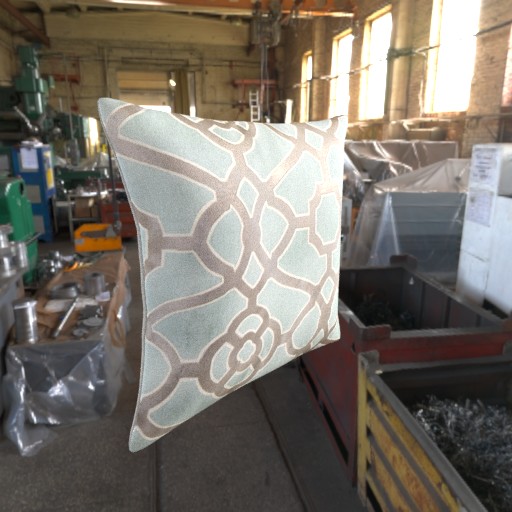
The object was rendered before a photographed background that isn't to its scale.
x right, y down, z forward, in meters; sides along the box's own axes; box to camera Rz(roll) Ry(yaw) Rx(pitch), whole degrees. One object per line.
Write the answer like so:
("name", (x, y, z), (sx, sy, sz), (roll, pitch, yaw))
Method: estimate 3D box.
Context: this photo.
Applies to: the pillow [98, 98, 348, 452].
("pillow", (0.000, 0.000, 0.797), (0.166, 0.508, 0.552), (14, 20, 42))
